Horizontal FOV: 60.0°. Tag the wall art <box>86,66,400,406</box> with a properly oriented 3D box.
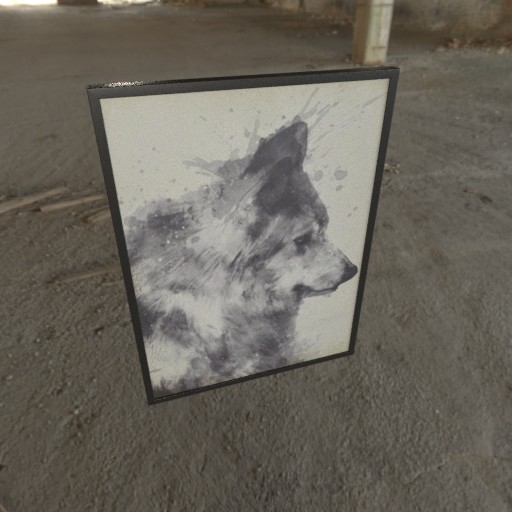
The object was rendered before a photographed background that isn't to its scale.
[{"bbox_3d":[0.000,0.000,1.387,0.804,1.061,0.039,-10,34,-15],"label":"wall art"}]
